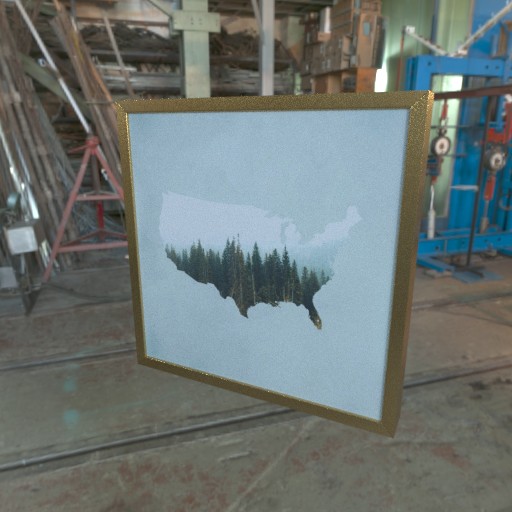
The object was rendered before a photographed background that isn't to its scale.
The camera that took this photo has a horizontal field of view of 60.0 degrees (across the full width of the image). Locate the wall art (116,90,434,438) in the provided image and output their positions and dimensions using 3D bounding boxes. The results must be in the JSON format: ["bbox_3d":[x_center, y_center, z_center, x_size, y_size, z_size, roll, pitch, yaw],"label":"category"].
[{"bbox_3d":[0.000,0.000,0.451,0.304,0.304,0.038,8,18,25],"label":"wall art"}]
